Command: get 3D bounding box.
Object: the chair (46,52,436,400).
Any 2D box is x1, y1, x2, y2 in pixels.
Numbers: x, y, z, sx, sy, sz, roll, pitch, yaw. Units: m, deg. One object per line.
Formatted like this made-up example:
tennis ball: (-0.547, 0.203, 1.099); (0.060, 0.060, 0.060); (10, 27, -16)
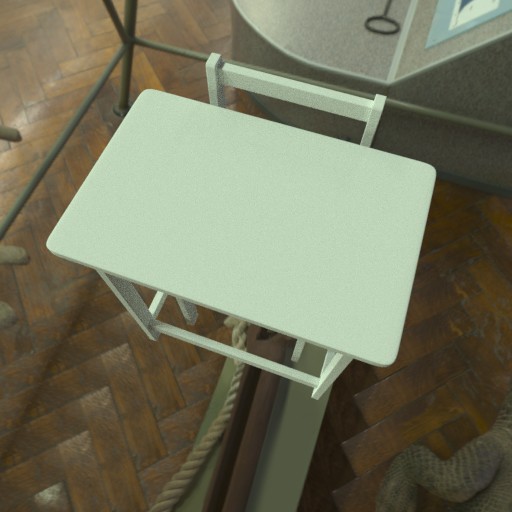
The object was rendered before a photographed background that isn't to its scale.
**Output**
chair: (0.000, 0.000, 1.036); (0.599, 0.673, 0.461); (18, 65, 8)
